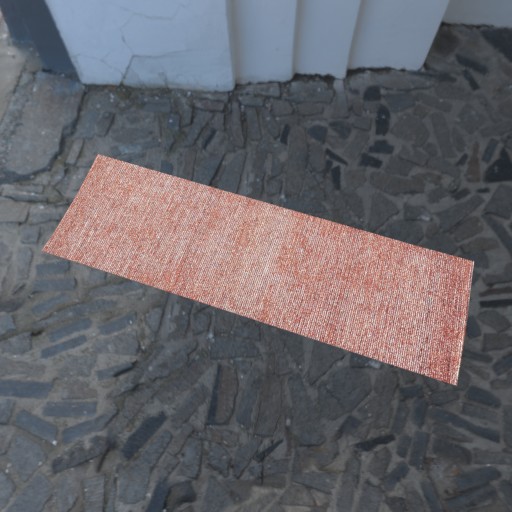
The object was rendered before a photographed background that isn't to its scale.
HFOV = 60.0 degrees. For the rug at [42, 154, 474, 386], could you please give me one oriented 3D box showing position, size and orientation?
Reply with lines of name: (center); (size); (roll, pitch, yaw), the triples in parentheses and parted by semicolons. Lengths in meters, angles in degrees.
rug: (0.000, 0.000, 2.500); (2.353, 0.013, 0.718); (17, 66, 8)
